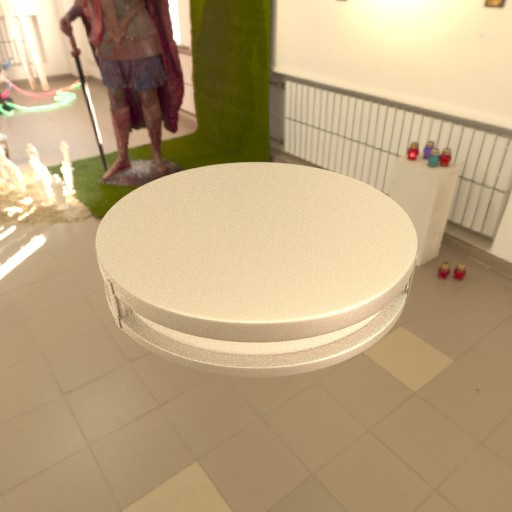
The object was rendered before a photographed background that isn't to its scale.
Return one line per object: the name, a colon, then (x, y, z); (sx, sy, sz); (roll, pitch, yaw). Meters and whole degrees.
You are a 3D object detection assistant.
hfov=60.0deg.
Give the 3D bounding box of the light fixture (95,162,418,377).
light fixture: (0.000, 0.000, 0.535); (0.356, 0.102, 0.356); (0, 33, 0)
